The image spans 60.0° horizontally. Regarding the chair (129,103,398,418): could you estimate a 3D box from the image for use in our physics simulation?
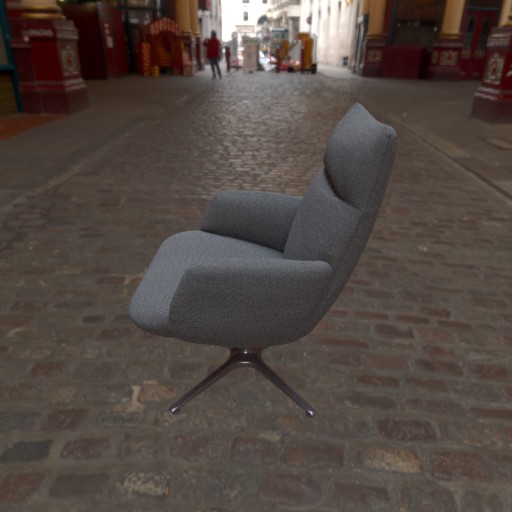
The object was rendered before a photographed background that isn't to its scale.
[{"bbox_3d":[0.000,0.000,1.581,0.831,0.984,0.702,1,26,2],"label":"chair"}]
